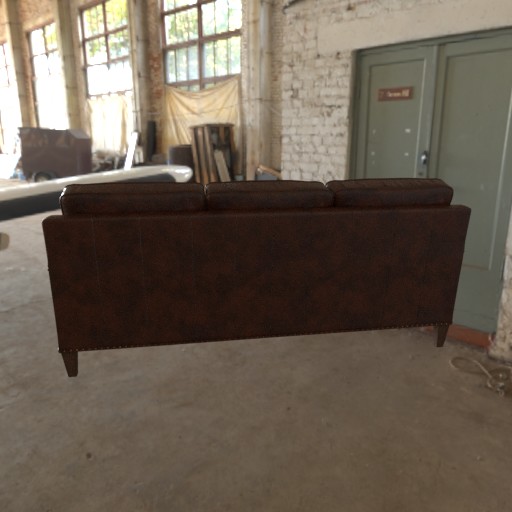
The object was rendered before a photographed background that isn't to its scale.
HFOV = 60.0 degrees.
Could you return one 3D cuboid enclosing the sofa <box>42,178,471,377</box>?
[{"bbox_3d":[0.000,0.000,2.777,2.240,1.003,1.084,-2,15,-9],"label":"sofa"}]
